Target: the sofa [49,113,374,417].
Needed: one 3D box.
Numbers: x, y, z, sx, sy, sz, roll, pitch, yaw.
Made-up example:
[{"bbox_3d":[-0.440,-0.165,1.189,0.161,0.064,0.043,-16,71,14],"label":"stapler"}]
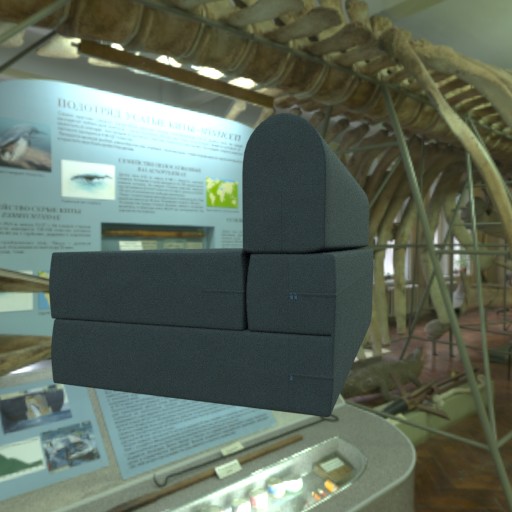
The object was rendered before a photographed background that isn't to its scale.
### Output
[{"bbox_3d":[0.000,0.000,1.626,0.762,0.660,1.219,1,2,19],"label":"sofa"}]
